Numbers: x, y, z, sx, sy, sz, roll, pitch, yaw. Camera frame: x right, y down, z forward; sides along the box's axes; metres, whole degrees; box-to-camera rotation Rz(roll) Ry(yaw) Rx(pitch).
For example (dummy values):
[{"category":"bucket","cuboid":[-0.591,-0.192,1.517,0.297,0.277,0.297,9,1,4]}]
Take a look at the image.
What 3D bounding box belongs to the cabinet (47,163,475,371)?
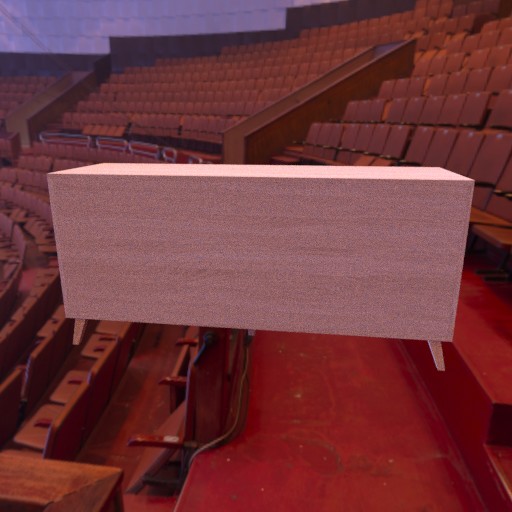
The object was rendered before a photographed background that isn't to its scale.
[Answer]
[{"category":"cabinet","cuboid":[0.000,0.000,2.042,1.649,0.780,0.500,2,17,8]}]
